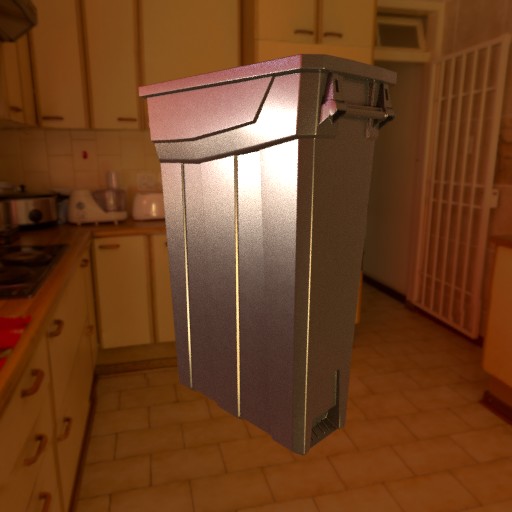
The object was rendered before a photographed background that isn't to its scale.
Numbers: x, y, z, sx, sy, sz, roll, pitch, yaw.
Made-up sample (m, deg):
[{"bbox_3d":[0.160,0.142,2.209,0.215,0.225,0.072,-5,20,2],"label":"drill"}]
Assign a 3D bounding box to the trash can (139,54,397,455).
[{"bbox_3d":[0.000,0.000,1.029,0.281,0.762,0.559,-12,18,-43],"label":"trash can"}]
